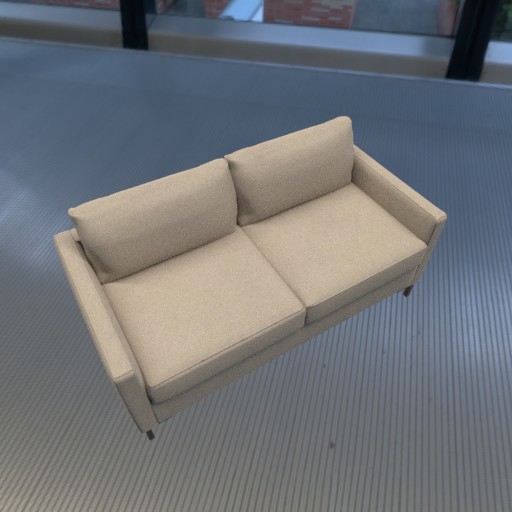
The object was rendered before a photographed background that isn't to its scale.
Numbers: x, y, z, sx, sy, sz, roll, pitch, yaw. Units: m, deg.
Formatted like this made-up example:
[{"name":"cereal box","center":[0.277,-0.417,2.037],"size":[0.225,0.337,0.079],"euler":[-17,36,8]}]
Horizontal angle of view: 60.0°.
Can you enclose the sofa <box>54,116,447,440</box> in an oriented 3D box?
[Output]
[{"name":"sofa","center":[0.000,0.000,2.208],"size":[1.682,0.840,0.875],"euler":[-24,52,-20]}]
